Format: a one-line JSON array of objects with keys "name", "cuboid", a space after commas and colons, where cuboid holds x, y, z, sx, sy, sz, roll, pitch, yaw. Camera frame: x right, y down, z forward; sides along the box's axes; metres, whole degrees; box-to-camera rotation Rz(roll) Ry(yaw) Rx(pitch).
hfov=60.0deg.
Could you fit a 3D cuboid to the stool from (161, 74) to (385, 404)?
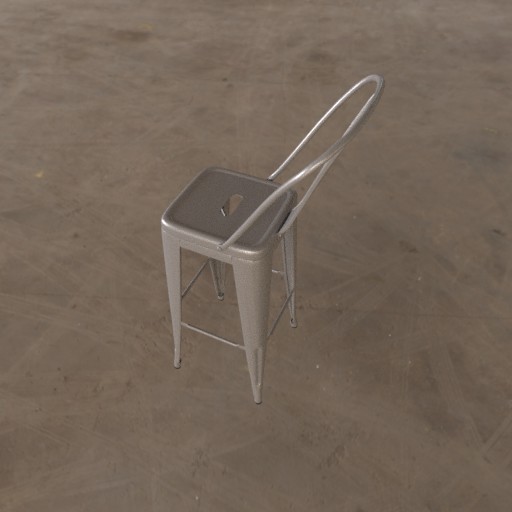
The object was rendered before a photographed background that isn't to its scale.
[{"name": "stool", "cuboid": [0.000, 0.000, 1.316, 0.513, 1.096, 0.399, 18, 50, 16]}]
